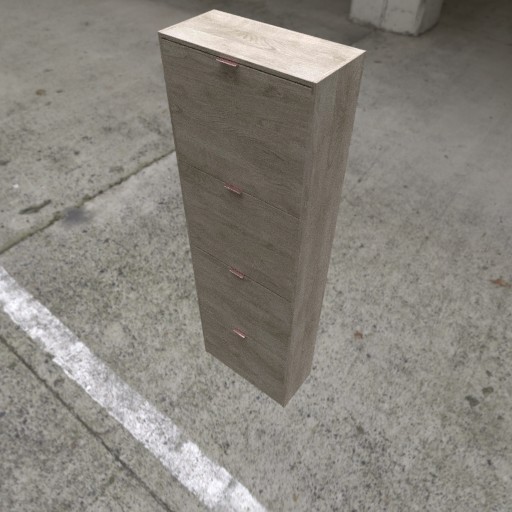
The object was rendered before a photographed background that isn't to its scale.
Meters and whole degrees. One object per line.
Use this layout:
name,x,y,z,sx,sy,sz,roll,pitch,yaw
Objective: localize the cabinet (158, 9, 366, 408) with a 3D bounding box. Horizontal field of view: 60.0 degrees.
cabinet,0.000,0.000,1.758,0.520,1.630,0.250,29,53,25
